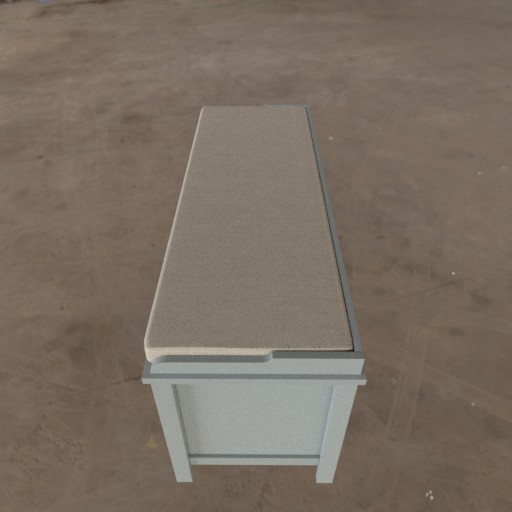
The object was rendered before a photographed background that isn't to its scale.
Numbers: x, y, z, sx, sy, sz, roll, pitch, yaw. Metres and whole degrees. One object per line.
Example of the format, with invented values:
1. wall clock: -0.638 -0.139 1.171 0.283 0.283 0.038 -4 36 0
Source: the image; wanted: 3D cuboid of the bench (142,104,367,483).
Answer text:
1. bench: 0.000 0.000 1.346 0.398 0.501 1.140 0 41 0
